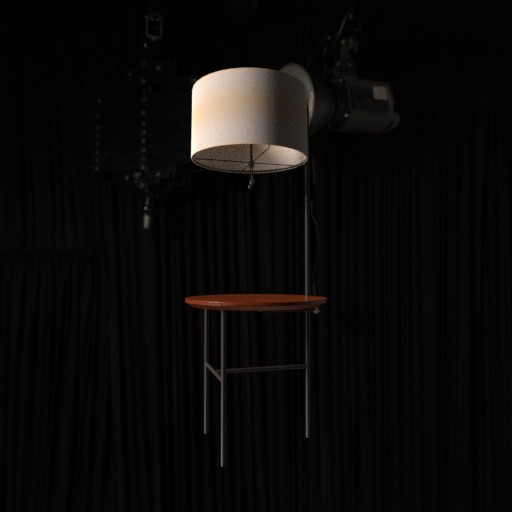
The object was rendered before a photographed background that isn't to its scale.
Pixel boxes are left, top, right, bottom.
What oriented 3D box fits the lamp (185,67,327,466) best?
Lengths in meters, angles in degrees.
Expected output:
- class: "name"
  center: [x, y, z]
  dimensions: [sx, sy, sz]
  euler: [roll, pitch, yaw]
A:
- class: "lamp"
  center: [0.000, 0.000, 1.824]
  dimensions: [0.573, 1.517, 0.573]
  euler: [0, -2, 0]
